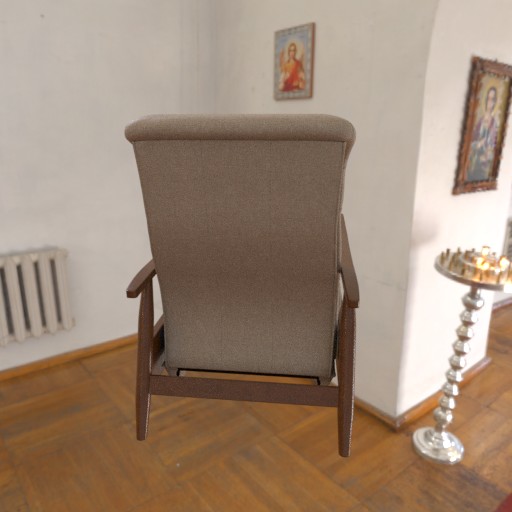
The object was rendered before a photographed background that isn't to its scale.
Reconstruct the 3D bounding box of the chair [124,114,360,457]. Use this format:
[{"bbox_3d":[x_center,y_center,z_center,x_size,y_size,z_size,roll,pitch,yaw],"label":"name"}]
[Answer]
[{"bbox_3d":[0.000,0.000,1.808,0.762,1.082,1.030,2,16,6],"label":"chair"}]
